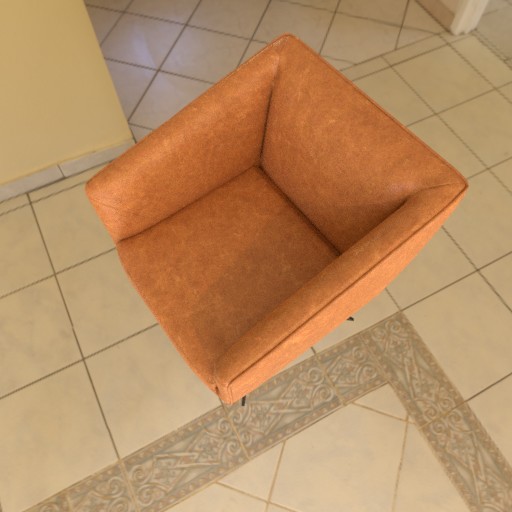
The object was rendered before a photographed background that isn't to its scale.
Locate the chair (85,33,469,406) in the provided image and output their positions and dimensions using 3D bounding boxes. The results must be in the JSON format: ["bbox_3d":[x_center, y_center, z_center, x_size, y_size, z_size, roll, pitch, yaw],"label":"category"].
[{"bbox_3d":[0.000,0.000,1.208,0.625,0.760,0.588,-34,68,-16],"label":"chair"}]
